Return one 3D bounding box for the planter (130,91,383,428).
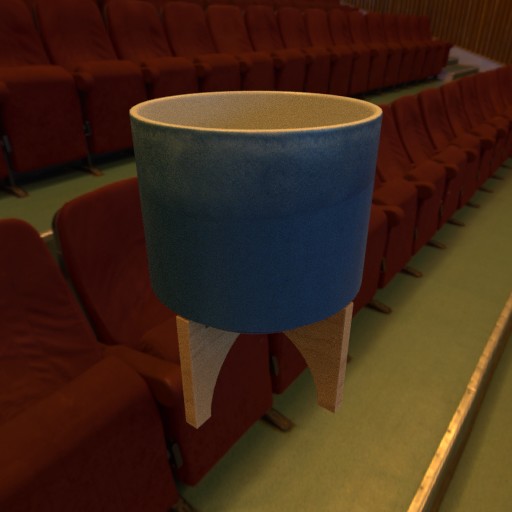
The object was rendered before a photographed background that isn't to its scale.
[{"bbox_3d":[0.000,0.000,0.406,0.192,0.263,0.192,0,27,0],"label":"planter"}]
